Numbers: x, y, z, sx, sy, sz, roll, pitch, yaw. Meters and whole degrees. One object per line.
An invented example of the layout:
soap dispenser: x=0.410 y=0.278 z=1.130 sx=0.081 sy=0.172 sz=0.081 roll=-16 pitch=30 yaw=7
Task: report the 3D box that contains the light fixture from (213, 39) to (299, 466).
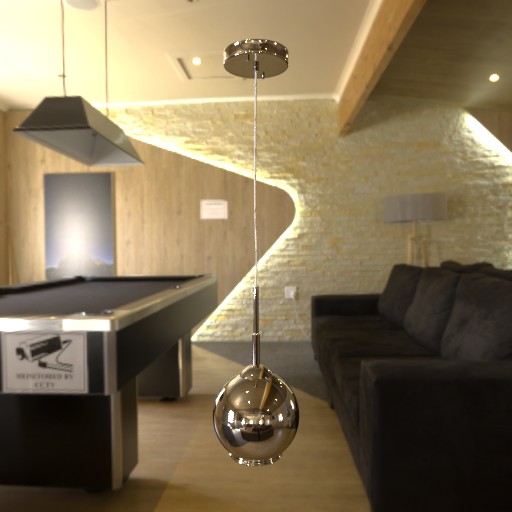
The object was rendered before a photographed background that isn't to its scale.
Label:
light fixture: x=0.000 y=0.000 z=1.706 sx=0.336 sy=1.538 sz=0.336 roll=0 pitch=2 yaw=19
